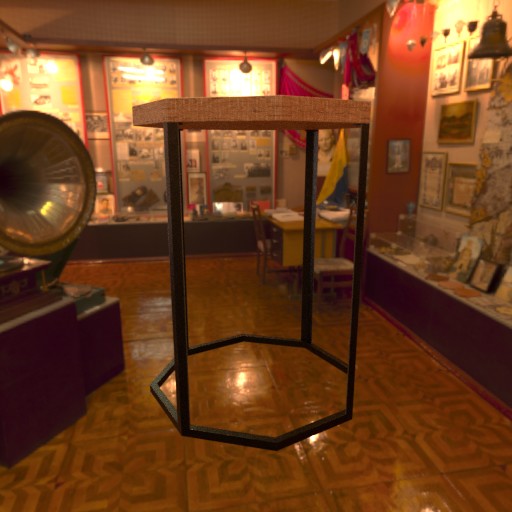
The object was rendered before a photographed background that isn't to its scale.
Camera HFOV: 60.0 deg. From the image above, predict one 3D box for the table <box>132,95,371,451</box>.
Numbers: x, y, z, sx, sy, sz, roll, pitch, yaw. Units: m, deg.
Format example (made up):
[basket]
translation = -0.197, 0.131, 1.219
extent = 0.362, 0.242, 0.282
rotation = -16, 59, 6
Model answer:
[table]
translation = 0.000, 0.000, 0.871
extent = 0.437, 0.553, 0.437
rotation = -2, 14, -9
